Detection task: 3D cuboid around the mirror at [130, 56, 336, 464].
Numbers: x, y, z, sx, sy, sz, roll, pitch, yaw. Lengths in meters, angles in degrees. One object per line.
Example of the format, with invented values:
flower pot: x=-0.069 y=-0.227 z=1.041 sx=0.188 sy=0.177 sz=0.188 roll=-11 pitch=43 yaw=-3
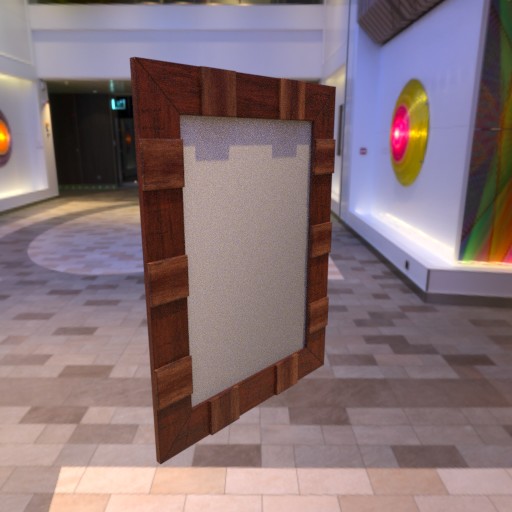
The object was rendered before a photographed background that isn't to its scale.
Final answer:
mirror: x=0.000 y=0.000 z=1.056 sx=0.021 sy=0.805 sz=0.600 roll=14 pitch=20 yaw=42
